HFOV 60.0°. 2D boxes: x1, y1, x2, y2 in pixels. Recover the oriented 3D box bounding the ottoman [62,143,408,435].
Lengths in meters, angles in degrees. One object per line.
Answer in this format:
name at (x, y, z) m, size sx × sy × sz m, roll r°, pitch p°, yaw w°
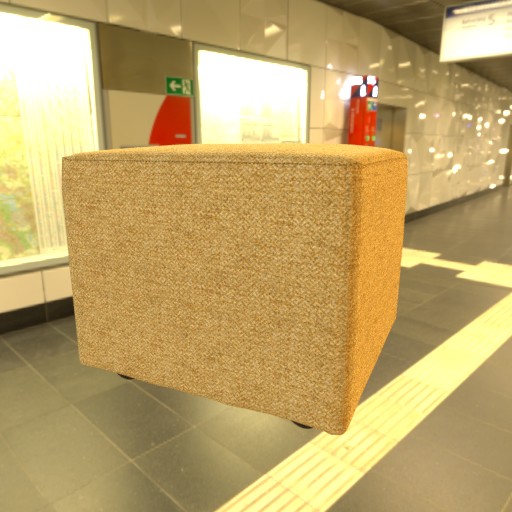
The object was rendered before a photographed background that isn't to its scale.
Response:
ottoman at (0.000, 0.000, 0.895) m, size 0.512 × 0.441 × 0.505 m, roll 6°, pitch 15°, yaw 25°
